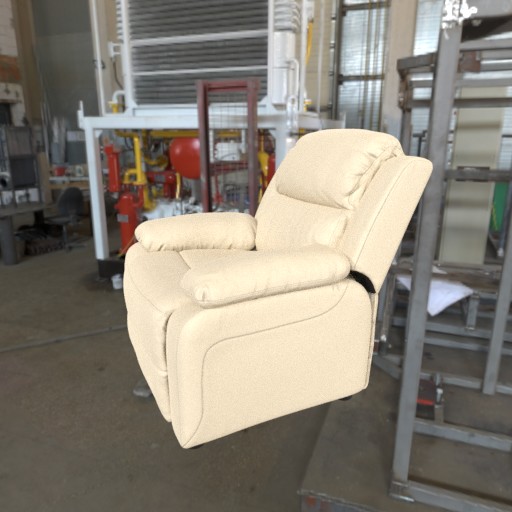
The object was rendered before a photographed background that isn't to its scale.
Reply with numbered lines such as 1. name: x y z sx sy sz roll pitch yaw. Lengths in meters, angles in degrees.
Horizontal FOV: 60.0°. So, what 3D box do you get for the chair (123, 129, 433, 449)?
1. chair: 0.000 0.000 1.270 0.709 0.702 0.680 -7 17 -24
